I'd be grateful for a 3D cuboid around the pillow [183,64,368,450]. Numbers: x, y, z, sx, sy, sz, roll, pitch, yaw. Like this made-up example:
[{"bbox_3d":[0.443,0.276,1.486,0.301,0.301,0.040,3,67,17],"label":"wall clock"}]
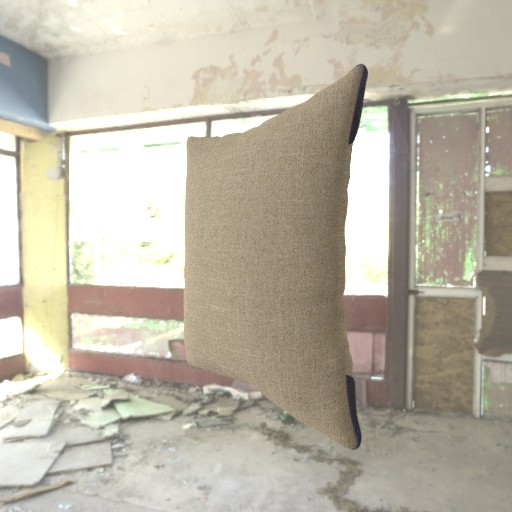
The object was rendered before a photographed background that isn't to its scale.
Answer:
[{"bbox_3d":[0.000,0.000,0.681,0.147,0.441,0.440,-2,3,-36],"label":"pillow"}]
